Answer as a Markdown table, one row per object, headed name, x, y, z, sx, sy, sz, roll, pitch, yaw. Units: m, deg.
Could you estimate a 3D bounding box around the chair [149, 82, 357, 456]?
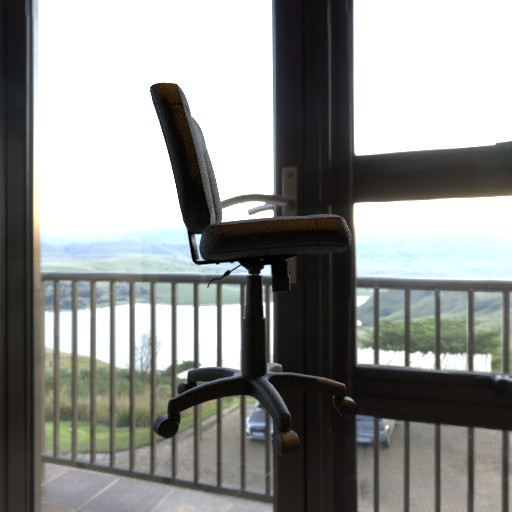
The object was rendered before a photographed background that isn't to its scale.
| name | x | y | z | sx | sy | sz | roll | pitch | yaw |
| --- | --- | --- | --- | --- | --- | --- | --- | --- | --- |
| chair | 0.000 | 0.000 | 1.359 | 0.610 | 0.972 | 0.610 | 0 | 0 | 1 |
